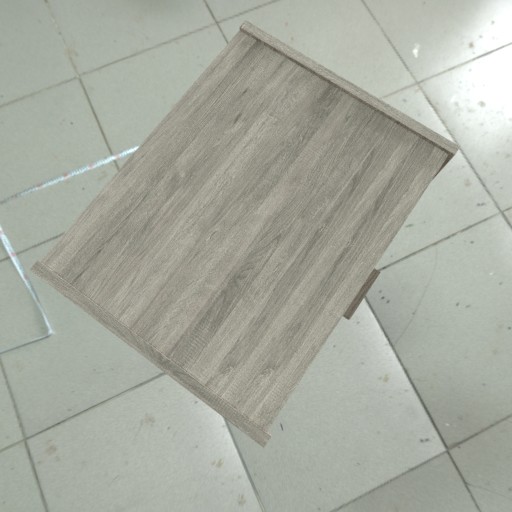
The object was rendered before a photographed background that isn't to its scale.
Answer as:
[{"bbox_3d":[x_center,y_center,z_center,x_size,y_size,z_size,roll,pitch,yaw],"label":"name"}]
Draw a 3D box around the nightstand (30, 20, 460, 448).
[{"bbox_3d":[0.000,0.000,0.839,0.380,0.500,0.480,34,78,9],"label":"nightstand"}]
